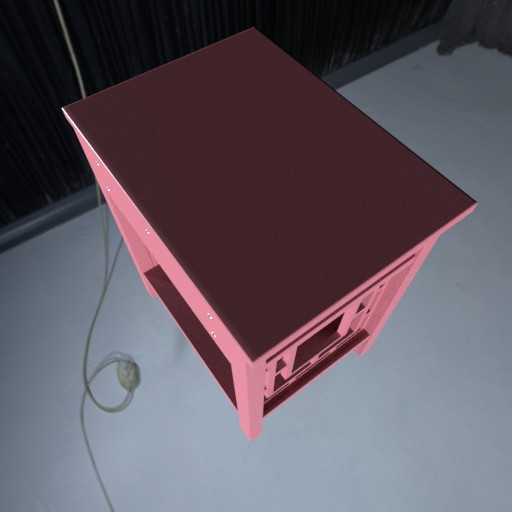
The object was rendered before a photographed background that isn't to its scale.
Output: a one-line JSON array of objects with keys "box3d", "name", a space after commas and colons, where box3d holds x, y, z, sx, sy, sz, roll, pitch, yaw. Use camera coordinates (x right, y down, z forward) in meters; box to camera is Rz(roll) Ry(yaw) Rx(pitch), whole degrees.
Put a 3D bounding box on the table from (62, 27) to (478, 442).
[{"box3d": [0.000, 0.000, 1.051, 0.451, 0.686, 0.599, -32, 63, -18], "name": "table"}]
